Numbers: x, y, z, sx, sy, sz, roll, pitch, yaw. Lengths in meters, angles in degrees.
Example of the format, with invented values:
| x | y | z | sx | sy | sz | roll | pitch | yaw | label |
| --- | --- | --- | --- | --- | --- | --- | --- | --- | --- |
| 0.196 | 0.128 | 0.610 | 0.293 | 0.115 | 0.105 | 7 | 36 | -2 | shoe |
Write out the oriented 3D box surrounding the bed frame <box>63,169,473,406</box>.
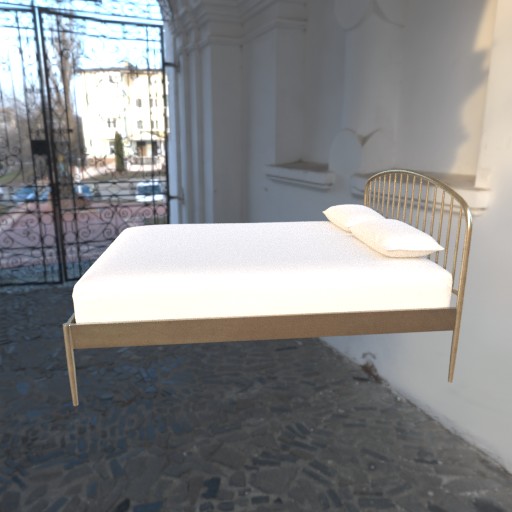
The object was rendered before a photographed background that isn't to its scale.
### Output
| x | y | z | sx | sy | sz | roll | pitch | yaw | label |
| --- | --- | --- | --- | --- | --- | --- | --- | --- | --- |
| 0.000 | 0.000 | 3.095 | 2.152 | 1.175 | 1.612 | -2 | 15 | -6 | bed frame |
